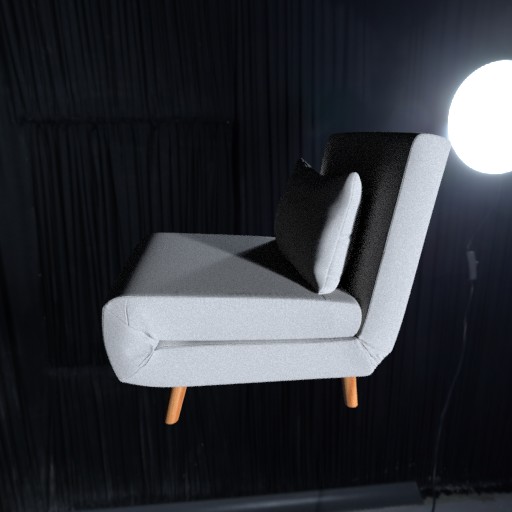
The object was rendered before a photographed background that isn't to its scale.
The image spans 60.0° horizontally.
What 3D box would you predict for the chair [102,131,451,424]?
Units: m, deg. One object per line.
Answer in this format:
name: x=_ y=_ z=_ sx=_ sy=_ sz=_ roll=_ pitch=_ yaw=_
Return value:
chair: x=0.000 y=0.000 z=1.493 sx=0.902 sy=0.808 sz=0.770 roll=-2 pitch=15 yaw=-7
